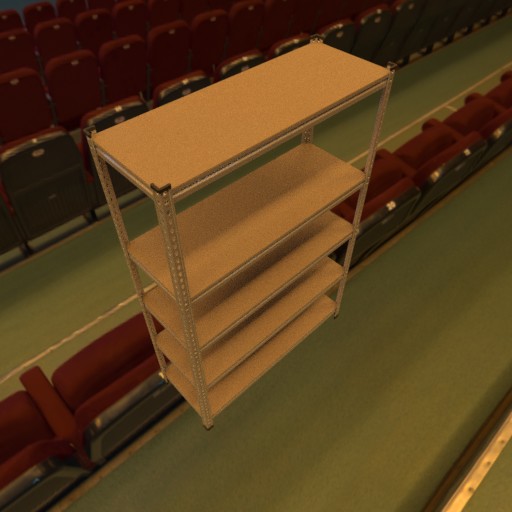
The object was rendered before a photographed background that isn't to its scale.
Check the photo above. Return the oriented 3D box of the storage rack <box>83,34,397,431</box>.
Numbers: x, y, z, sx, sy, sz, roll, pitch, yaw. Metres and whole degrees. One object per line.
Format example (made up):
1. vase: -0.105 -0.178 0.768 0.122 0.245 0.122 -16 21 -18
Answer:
1. storage rack: 0.000 0.000 2.368 1.219 1.829 0.457 -35 56 -28
